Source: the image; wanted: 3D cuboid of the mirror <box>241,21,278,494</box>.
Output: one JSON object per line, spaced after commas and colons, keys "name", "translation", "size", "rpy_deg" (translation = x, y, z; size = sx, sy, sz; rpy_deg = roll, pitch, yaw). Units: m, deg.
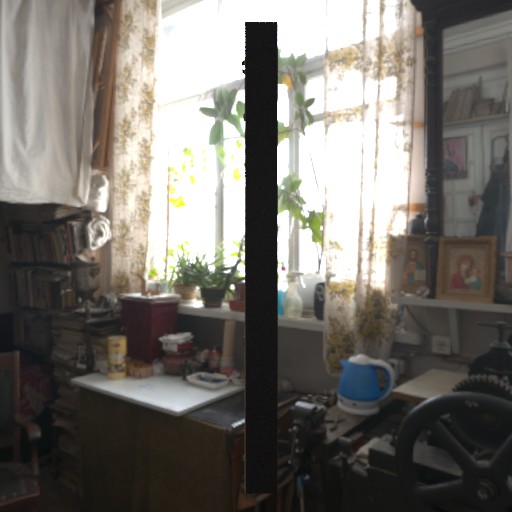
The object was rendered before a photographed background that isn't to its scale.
{"name": "mirror", "translation": [0.000, 0.000, 0.678], "size": [0.041, 0.508, 0.405], "rpy_deg": [0, 1, -1]}
